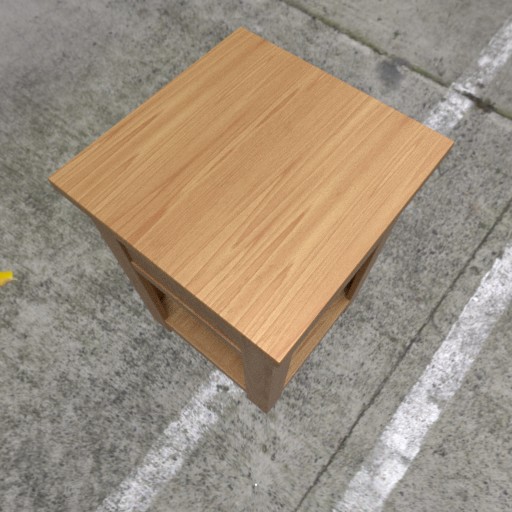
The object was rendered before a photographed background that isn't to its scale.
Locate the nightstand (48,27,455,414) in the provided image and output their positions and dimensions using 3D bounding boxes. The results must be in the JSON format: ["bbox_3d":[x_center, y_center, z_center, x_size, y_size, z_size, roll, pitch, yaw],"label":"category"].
[{"bbox_3d":[0.000,0.000,0.916,0.418,0.614,0.428,36,68,17],"label":"nightstand"}]
